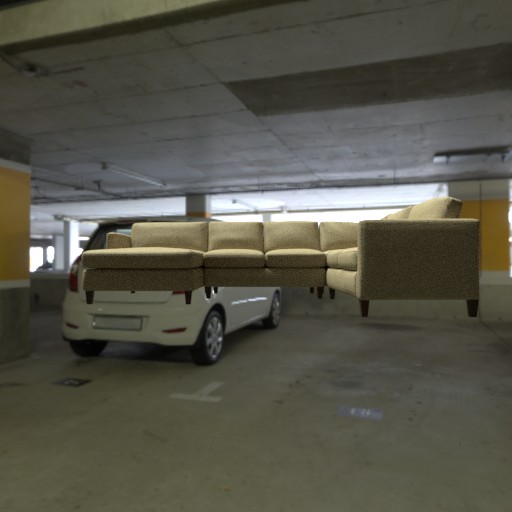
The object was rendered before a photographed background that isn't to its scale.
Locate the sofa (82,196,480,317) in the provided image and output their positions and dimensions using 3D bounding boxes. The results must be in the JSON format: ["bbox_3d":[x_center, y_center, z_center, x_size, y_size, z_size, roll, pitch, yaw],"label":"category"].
[{"bbox_3d":[0.000,0.000,4.626,3.460,0.959,2.593,0,-1,1],"label":"sofa"}]
